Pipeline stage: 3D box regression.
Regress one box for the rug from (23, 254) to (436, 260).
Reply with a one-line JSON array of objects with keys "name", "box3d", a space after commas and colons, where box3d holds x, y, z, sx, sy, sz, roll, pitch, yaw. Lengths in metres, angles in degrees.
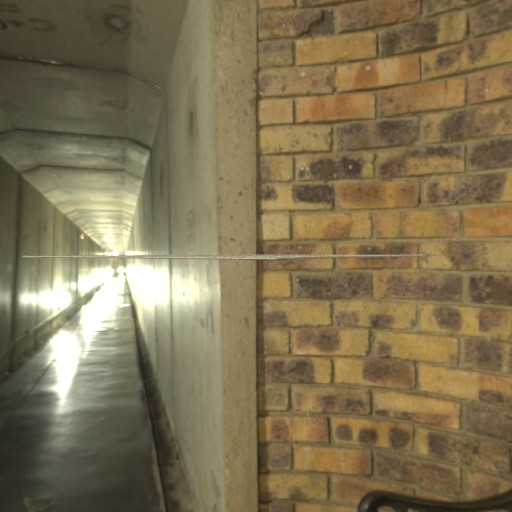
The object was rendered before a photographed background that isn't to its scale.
[{"name": "rug", "box3d": [0.000, 0.000, 4.096, 2.451, 0.026, 3.069, 0, 0, 36]}]
